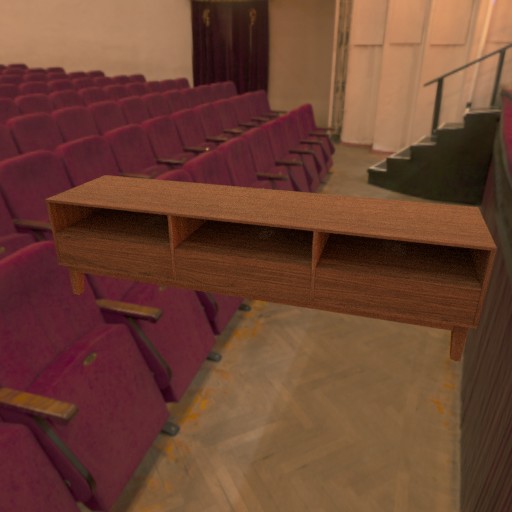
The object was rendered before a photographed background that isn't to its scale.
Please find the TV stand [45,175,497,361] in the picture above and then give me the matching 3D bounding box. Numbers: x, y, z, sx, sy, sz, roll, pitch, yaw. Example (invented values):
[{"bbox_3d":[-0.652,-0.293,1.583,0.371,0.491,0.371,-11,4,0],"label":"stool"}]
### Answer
[{"bbox_3d":[0.000,0.000,1.646,1.482,0.409,0.366,7,26,16],"label":"TV stand"}]
